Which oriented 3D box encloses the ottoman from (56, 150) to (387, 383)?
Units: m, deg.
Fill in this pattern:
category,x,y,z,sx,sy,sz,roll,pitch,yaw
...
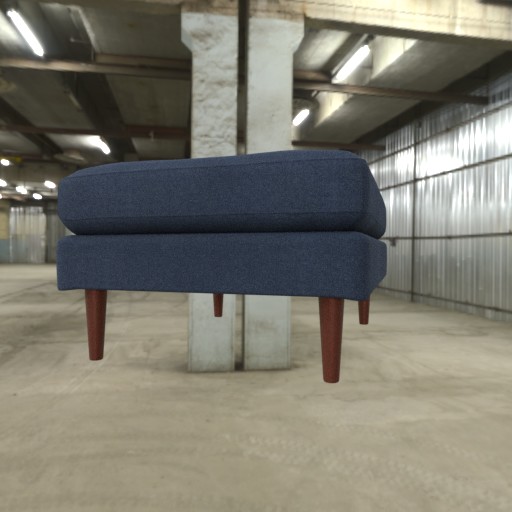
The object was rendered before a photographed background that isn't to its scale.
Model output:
category,x,y,z,sx,sy,sz,roll,pitch,yaw
ottoman,0.000,0.000,1.270,0.693,0.474,0.821,0,1,19
